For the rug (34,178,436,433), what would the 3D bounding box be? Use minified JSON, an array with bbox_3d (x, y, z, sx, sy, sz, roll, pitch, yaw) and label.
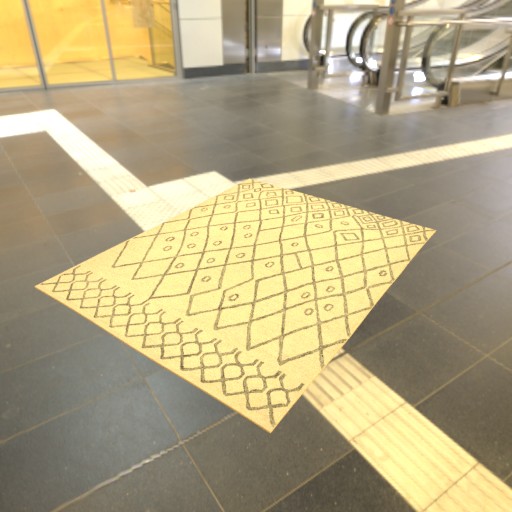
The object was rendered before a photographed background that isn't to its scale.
[{"bbox_3d":[0.000,0.000,4.198,2.446,0.015,3.046,21,37,30],"label":"rug"}]
